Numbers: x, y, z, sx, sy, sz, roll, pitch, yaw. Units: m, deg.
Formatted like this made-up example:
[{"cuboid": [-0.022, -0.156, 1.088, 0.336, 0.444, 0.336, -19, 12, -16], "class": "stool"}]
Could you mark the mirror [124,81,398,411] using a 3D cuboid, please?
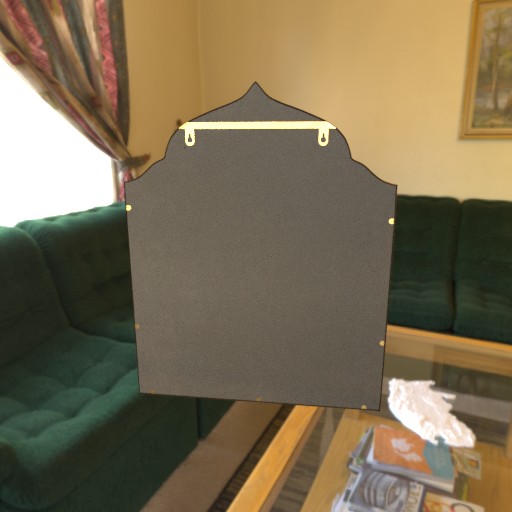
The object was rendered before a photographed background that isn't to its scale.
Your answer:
[{"cuboid": [0.000, 0.000, 0.861, 0.513, 0.635, 0.018, 2, 15, 7], "class": "mirror"}]
